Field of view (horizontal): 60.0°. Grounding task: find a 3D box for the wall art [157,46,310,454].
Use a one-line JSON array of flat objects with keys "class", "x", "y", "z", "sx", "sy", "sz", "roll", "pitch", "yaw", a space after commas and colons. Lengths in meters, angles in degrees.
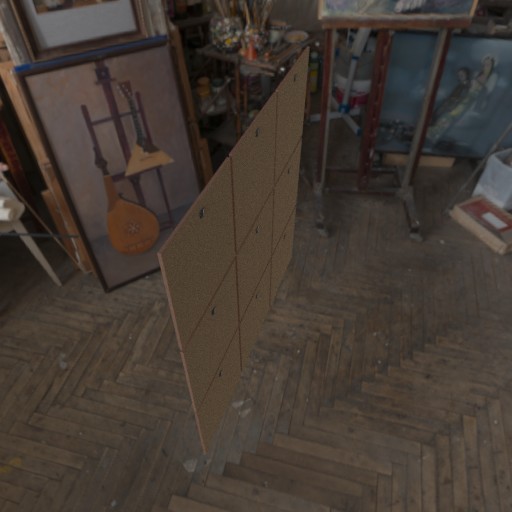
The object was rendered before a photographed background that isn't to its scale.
[{"class": "wall art", "x": 0.000, "y": 0.000, "z": 2.280, "sx": 0.019, "sy": 1.532, "sz": 1.533, "roll": 15, "pitch": 48, "yaw": 14}]
